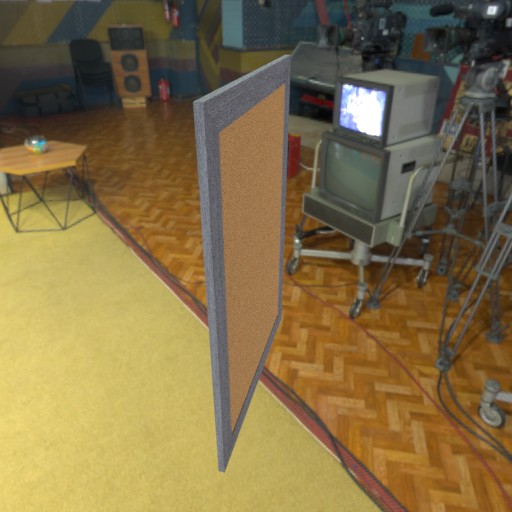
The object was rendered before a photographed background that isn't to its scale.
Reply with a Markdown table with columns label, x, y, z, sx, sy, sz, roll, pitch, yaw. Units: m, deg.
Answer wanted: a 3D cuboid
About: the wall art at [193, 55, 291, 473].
| label | x | y | z | sx | sy | sz | roll | pitch | yaw |
| --- | --- | --- | --- | --- | --- | --- | --- | --- | --- |
| wall art | 0.000 | 0.000 | 1.381 | 0.020 | 1.070 | 0.768 | 8 | 31 | 13 |
